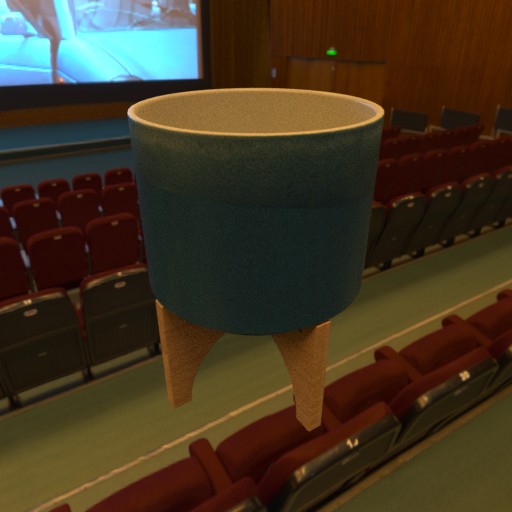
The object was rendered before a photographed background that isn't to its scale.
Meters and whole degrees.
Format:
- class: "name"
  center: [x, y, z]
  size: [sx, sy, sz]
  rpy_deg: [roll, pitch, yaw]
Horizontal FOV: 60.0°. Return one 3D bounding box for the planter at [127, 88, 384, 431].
- class: "planter"
  center: [0.000, 0.000, 0.404]
  size: [0.192, 0.263, 0.192]
  rpy_deg: [0, 28, 0]
